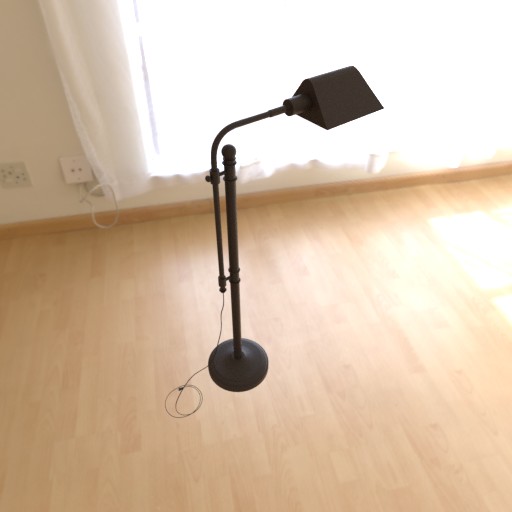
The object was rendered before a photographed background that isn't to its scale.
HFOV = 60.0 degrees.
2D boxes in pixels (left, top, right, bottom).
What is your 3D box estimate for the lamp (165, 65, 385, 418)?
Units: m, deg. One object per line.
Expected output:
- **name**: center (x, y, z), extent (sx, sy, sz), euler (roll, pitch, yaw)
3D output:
- **lamp**: center (0.000, 0.000, 0.963), extent (0.545, 0.708, 0.159), euler (-27, 48, -27)
